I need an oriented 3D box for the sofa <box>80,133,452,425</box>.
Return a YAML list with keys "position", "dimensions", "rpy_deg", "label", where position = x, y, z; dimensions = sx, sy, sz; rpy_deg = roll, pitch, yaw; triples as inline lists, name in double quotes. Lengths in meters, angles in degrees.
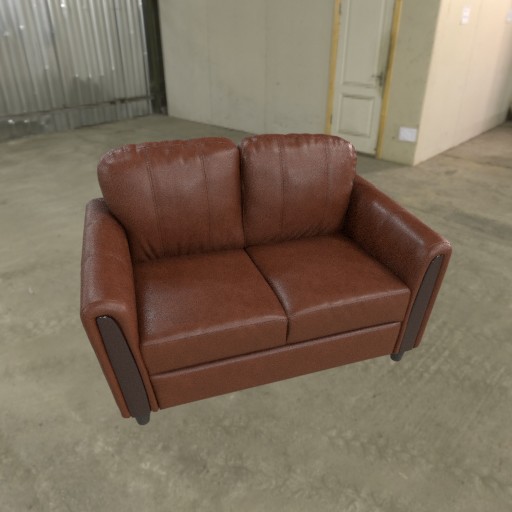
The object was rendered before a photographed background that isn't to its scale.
- position: [0.000, 0.000, 1.940]
  dimensions: [1.406, 0.906, 0.805]
  rpy_deg: [-9, 30, -16]
  label: "sofa"
